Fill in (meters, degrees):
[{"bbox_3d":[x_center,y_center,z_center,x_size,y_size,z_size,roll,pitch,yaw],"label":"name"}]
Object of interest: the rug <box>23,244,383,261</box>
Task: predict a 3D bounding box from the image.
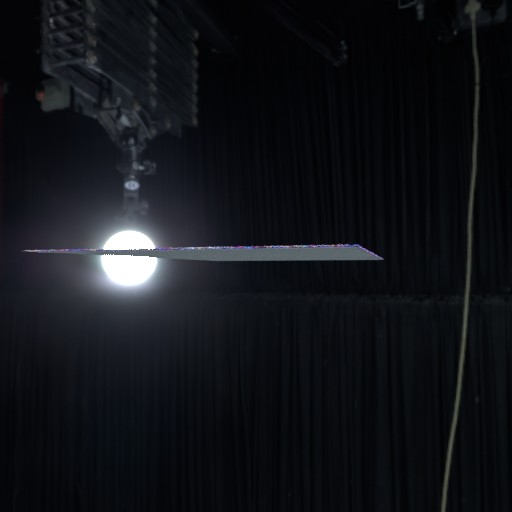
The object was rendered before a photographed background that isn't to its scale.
[{"bbox_3d":[0.000,0.000,2.916,1.539,0.013,2.350,-1,-2,18],"label":"rug"}]
